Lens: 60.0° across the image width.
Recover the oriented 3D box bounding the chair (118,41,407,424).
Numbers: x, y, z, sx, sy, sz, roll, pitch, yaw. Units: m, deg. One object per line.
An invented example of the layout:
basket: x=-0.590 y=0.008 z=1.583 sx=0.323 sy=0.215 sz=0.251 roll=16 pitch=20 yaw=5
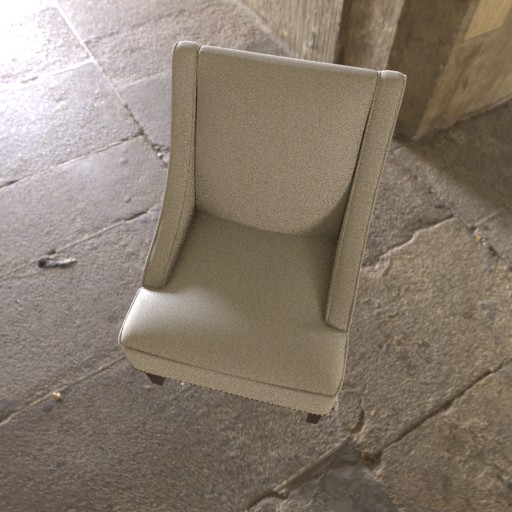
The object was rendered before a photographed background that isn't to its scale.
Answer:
chair: x=0.000 y=0.000 z=1.343 sx=0.628 sy=0.872 sz=0.748 roll=12 pitch=58 yaw=7
